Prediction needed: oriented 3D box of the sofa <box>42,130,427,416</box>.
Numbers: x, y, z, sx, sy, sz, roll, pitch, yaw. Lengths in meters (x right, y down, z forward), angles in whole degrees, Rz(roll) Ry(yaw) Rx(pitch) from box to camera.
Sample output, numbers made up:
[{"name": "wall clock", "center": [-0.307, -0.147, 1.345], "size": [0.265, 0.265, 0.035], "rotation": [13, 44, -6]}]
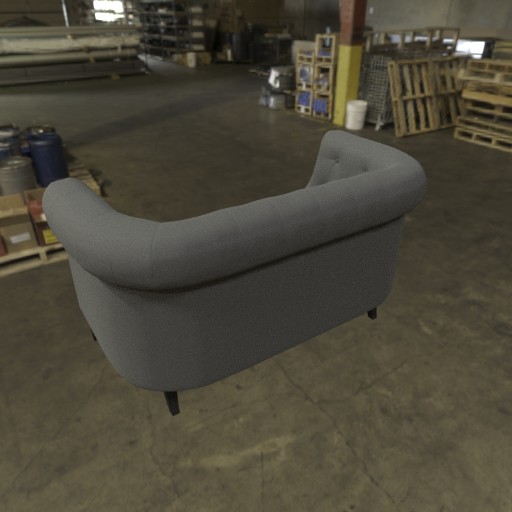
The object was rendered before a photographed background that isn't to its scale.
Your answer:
[{"name": "sofa", "center": [0.000, 0.000, 1.977], "size": [1.558, 0.827, 0.835], "rotation": [-18, 34, -29]}]
